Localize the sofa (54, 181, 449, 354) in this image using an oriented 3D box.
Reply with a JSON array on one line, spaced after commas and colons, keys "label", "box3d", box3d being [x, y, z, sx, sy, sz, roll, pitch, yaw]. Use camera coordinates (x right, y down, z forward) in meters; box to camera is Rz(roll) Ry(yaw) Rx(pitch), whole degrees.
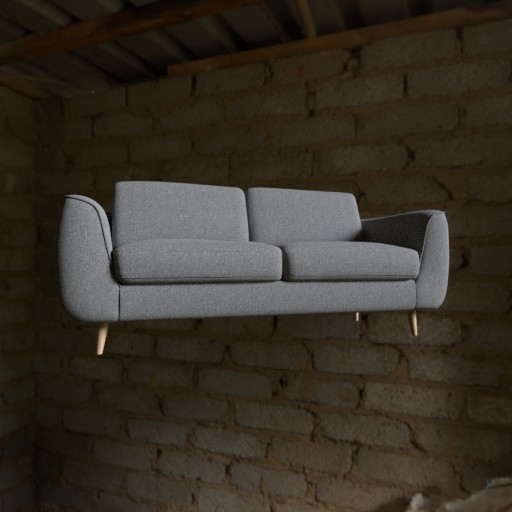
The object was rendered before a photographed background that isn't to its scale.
[{"label": "sofa", "box3d": [0.000, 0.000, 2.493, 2.000, 0.870, 0.920, 0, -1, -17]}]
